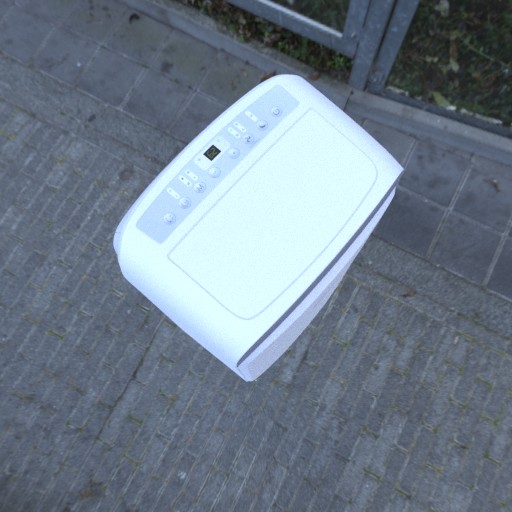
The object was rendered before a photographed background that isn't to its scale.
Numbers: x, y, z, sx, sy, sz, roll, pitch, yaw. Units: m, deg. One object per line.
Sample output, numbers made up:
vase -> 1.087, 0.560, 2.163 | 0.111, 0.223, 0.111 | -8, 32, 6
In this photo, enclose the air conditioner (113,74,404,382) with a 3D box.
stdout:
air conditioner -> 0.000, 0.000, 0.960 | 0.365, 0.700, 0.454 | 40, 78, 10
